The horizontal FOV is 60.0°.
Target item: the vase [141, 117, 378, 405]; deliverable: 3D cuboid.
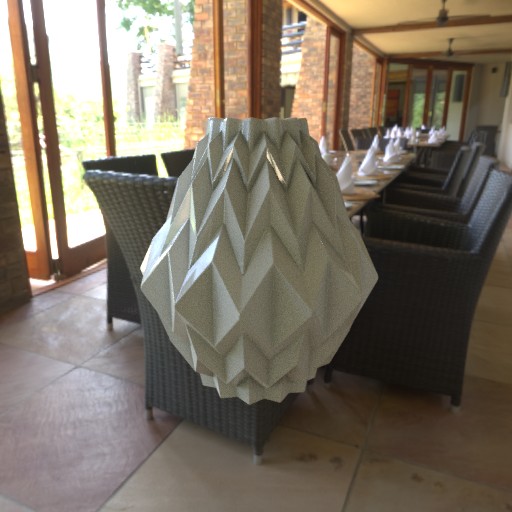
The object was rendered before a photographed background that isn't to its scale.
[{"bbox_3d":[0.000,0.000,0.311,0.164,0.185,0.164,0,17,0],"label":"vase"}]
